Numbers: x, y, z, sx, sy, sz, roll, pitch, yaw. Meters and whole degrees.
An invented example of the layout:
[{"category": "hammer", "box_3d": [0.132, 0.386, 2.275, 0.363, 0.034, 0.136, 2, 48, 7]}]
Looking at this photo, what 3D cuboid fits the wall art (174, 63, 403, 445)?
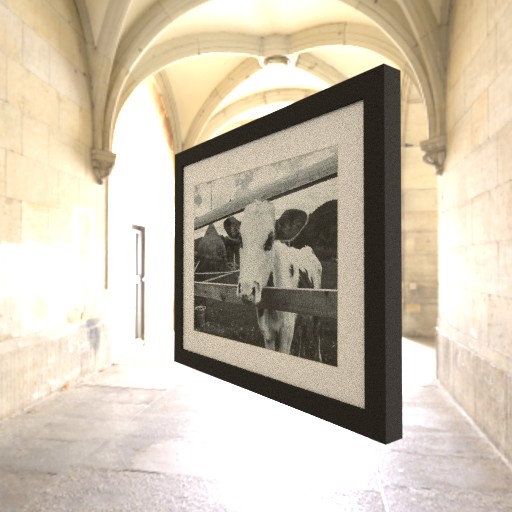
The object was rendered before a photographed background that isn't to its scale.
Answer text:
[{"category": "wall art", "box_3d": [0.000, 0.000, 0.551, 0.024, 0.329, 0.404, 1, -1, -37]}]
